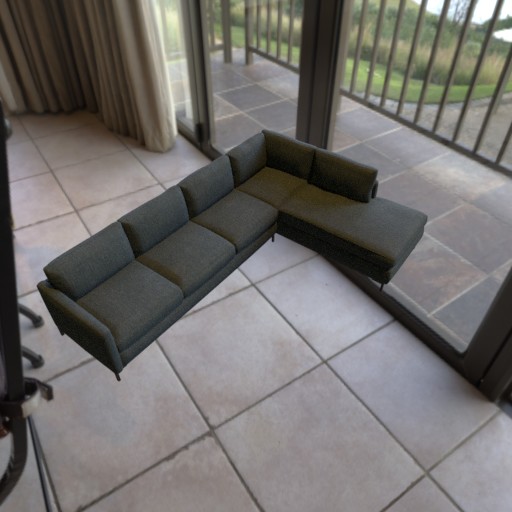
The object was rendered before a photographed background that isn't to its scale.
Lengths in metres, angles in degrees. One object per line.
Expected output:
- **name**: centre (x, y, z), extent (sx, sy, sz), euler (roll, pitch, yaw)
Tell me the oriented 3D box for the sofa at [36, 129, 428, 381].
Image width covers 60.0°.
- **sofa**: centre (0.000, 0.000, 3.882), extent (2.007, 0.815, 2.949), euler (28, 49, 27)
